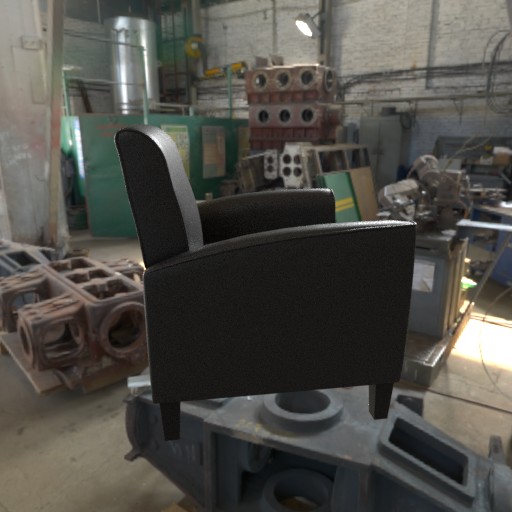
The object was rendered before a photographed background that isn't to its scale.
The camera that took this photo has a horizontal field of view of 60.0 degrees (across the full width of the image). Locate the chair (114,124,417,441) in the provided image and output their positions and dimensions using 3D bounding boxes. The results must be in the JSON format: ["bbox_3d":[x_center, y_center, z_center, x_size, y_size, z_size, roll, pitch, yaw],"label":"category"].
[{"bbox_3d":[0.000,0.000,1.608,0.819,0.916,0.820,-2,16,-8],"label":"chair"}]
